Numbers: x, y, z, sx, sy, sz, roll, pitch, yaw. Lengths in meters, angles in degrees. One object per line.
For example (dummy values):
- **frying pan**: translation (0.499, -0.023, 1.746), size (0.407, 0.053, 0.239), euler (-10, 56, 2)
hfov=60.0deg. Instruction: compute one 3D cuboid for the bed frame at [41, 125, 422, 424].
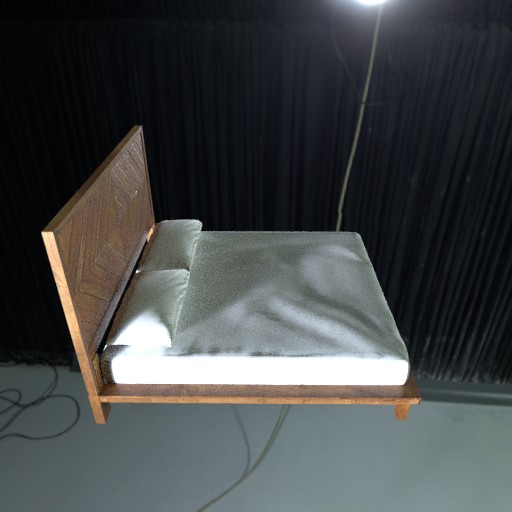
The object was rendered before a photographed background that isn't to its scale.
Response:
- **bed frame**: translation (0.000, 0.000, 3.583), size (2.235, 1.537, 2.038), euler (0, 32, 0)
